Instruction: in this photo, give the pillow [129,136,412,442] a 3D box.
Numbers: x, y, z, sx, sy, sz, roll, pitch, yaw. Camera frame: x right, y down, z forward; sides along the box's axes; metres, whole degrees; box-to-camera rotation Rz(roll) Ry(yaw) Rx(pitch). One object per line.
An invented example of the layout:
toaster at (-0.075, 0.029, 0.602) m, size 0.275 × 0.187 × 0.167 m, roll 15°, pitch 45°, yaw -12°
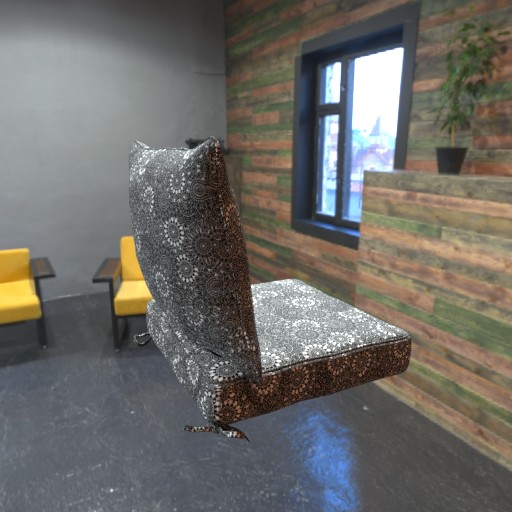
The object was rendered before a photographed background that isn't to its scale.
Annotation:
pillow at (0.000, 0.000, 1.414) m, size 0.740 × 0.722 × 0.798 m, roll -7°, pitch 15°, yaw -26°
